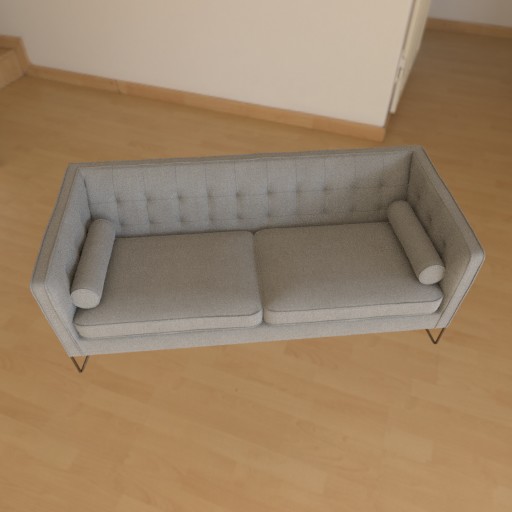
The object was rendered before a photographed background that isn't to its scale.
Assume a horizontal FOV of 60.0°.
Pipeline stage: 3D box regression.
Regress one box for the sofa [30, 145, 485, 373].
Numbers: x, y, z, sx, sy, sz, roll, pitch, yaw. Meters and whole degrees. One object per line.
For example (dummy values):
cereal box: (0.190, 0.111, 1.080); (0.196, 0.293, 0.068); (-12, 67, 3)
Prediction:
sofa: (0.000, 0.000, 2.538); (2.079, 0.798, 0.912); (-4, 47, -4)
